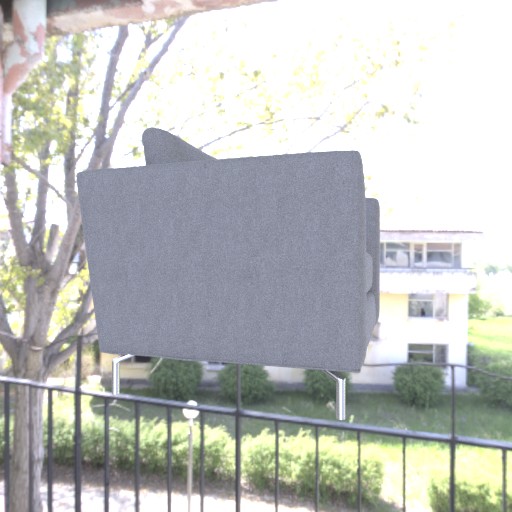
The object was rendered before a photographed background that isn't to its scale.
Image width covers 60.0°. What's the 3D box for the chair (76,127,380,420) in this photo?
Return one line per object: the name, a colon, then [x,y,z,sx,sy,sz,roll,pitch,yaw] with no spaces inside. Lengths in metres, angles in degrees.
chair: [0.000,0.000,1.716,0.889,0.864,1.041,0,0,18]
